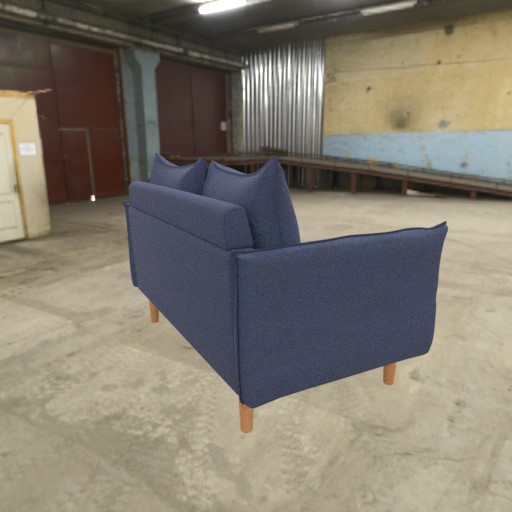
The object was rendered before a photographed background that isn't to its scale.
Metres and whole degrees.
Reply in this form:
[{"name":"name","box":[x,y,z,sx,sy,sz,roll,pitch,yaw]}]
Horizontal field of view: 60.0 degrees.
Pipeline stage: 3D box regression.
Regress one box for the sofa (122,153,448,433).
[{"name":"sofa","box":[0.000,0.000,1.869,0.820,0.840,1.300,-7,15,-28]}]
